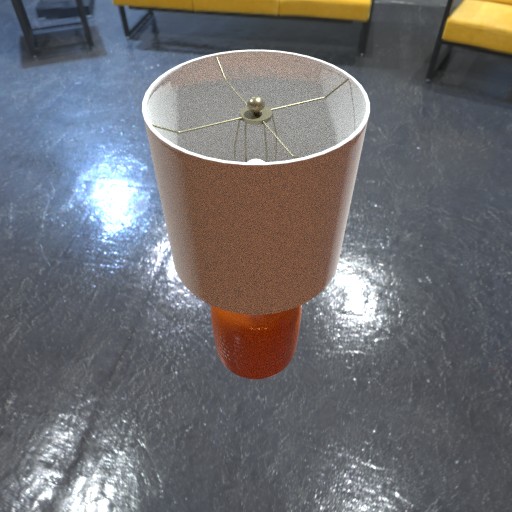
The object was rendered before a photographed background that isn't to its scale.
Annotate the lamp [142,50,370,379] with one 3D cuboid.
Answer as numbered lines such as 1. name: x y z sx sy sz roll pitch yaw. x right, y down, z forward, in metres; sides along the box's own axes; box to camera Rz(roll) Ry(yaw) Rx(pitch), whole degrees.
1. lamp: 0.000 0.000 1.143 0.418 0.871 0.418 10 48 9
